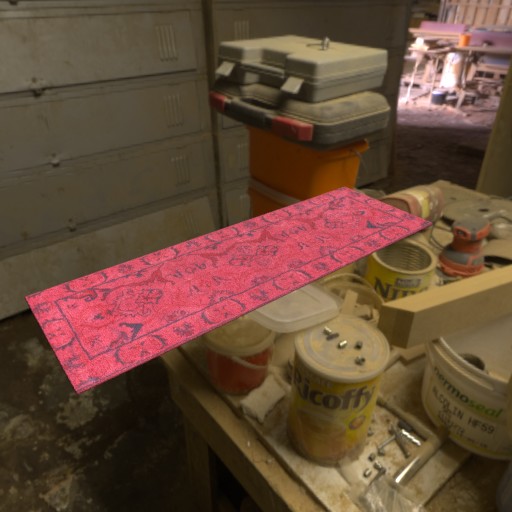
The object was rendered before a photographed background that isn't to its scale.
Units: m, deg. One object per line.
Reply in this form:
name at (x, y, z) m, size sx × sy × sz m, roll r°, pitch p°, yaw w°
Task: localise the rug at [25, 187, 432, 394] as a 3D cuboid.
rug at (0.000, 0.000, 2.683) m, size 2.439 × 0.018 × 0.813 m, roll -22°, pitch 38°, yaw -31°
